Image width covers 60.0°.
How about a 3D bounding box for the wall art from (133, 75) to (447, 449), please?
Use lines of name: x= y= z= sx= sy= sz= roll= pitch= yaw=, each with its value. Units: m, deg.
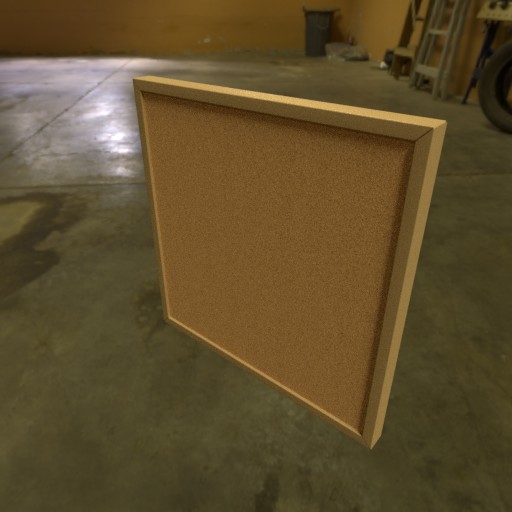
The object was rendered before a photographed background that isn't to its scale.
wall art: x=0.000 y=0.000 z=0.733 sx=0.509 sy=0.509 sz=0.036 roll=23 pitch=37 yaw=34
